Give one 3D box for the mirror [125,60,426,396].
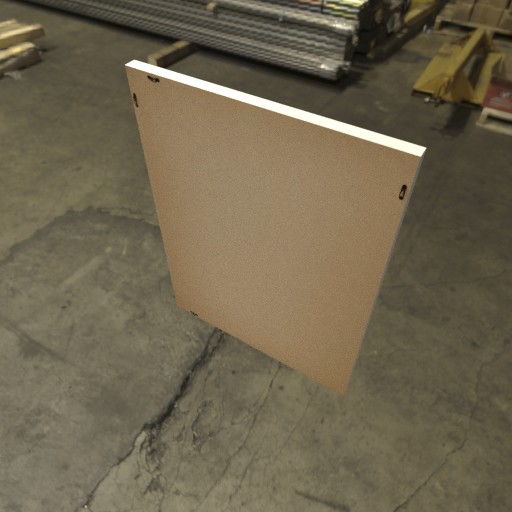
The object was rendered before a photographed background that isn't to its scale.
[{"bbox_3d":[0.000,0.000,1.365,0.762,1.016,0.040,24,52,21],"label":"mirror"}]
